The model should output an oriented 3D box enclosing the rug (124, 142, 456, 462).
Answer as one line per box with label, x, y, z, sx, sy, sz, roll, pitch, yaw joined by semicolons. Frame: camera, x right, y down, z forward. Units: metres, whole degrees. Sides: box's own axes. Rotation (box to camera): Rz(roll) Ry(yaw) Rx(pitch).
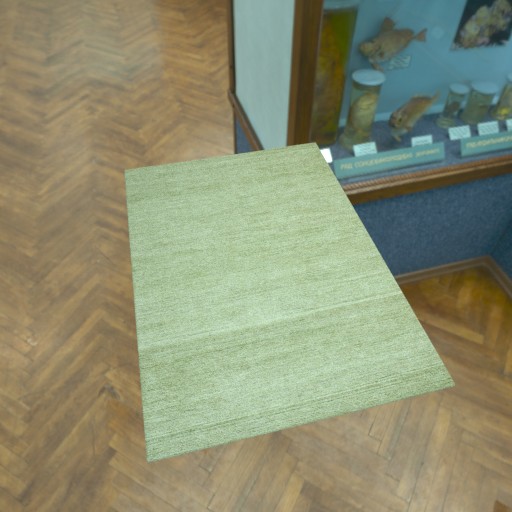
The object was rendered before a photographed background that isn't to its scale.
rug;0.000;0.000;2.929;1.606;0.017;2.270;-10;49;-9
